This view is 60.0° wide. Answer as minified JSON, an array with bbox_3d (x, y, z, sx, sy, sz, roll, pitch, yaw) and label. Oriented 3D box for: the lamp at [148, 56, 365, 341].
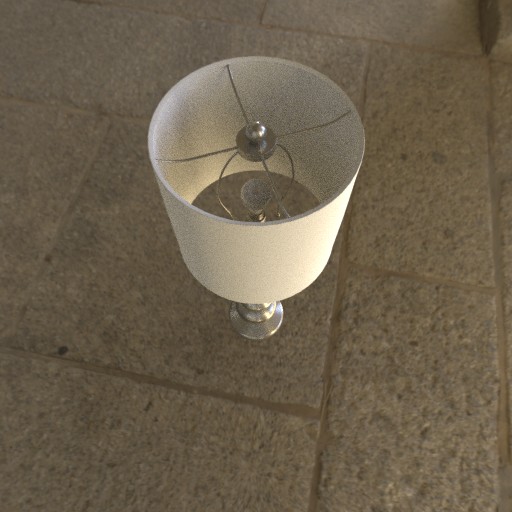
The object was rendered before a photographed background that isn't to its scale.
[{"bbox_3d":[0.000,0.000,0.818,0.254,0.690,0.254,-16,65,-8],"label":"lamp"}]
